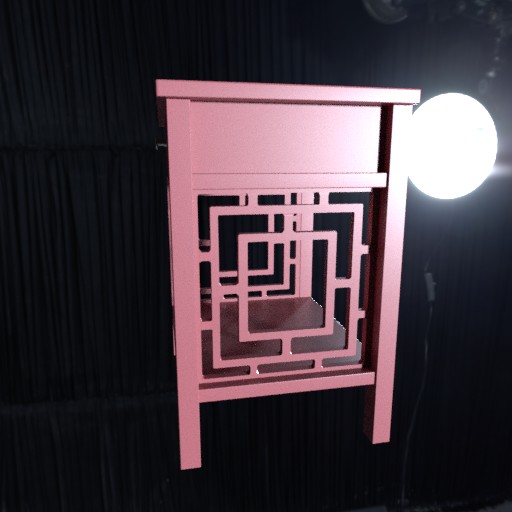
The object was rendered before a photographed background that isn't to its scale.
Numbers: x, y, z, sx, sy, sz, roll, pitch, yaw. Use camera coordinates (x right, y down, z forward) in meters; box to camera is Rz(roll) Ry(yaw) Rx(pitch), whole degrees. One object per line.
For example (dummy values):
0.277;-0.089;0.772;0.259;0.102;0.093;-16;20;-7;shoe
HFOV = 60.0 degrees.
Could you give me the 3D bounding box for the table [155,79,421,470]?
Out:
0.000;0.000;1.067;0.451;0.686;0.599;-2;12;-11;table
